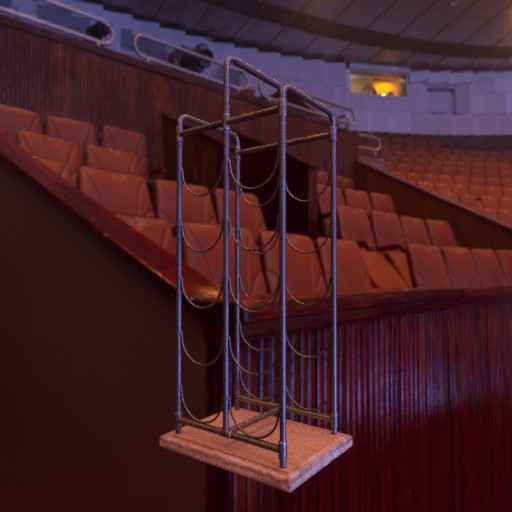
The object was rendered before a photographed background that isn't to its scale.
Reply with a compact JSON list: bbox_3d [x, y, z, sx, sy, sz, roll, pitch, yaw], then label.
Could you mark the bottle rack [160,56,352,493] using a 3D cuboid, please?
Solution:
[{"bbox_3d":[0.000,0.000,0.800,0.276,0.680,0.208,-1,-2,37],"label":"bottle rack"}]
